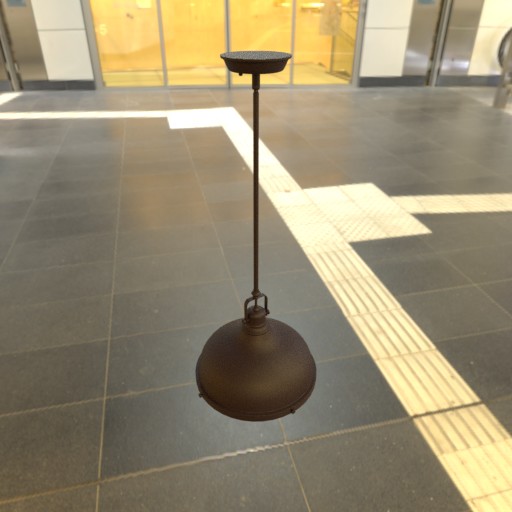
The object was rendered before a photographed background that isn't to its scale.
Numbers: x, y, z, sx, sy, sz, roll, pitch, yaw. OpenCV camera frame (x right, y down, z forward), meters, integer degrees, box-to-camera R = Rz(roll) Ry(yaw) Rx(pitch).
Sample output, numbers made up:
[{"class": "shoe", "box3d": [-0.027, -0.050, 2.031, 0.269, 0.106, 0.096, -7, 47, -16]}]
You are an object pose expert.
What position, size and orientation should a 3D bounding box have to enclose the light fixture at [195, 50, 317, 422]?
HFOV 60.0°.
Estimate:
[{"class": "light fixture", "box3d": [0.000, 0.000, 1.020, 0.341, 0.849, 0.341, -18, 35, -28]}]
